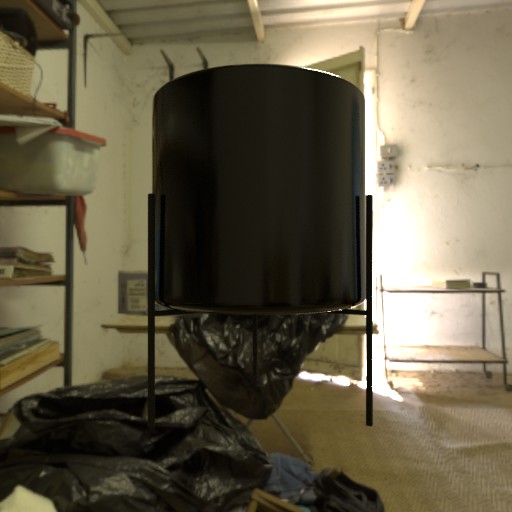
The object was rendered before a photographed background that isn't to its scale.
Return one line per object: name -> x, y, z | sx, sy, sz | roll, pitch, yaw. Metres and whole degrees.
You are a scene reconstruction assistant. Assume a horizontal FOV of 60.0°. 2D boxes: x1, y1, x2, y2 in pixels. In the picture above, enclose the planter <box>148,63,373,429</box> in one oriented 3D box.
planter -> 0.000, 0.000, 0.643 | 0.310, 0.432, 0.310 | 0, 0, -17
